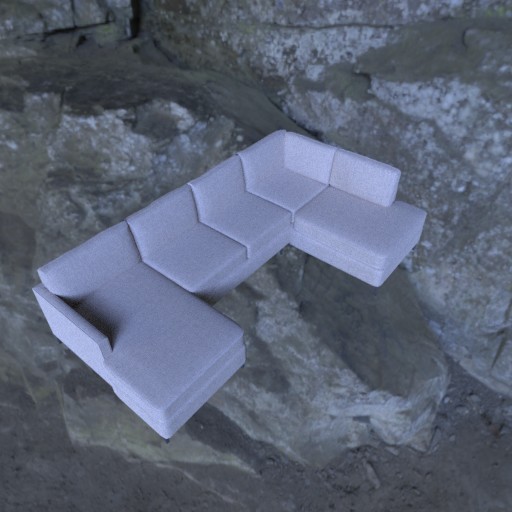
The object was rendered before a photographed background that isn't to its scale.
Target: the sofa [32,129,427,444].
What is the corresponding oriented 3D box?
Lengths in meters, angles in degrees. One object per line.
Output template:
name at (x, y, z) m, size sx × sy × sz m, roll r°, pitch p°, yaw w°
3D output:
sofa at (0.000, 0.000, 4.277) m, size 2.021 × 0.996 × 3.423 m, roll 28°, pitch 49°, yaw 28°
